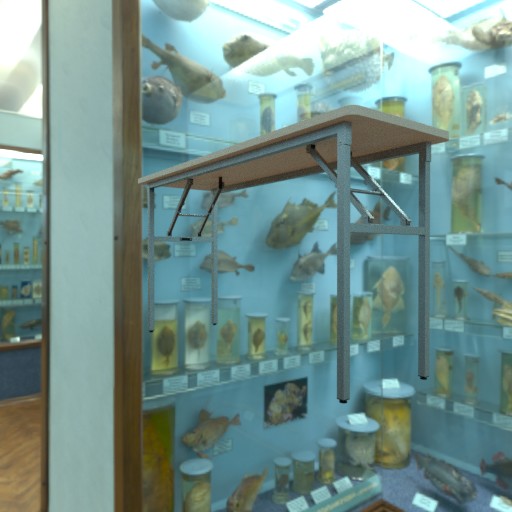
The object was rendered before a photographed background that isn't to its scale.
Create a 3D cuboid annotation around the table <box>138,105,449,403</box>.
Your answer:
[{"bbox_3d":[0.000,0.000,1.764,0.446,0.750,1.397,0,1,-36],"label":"table"}]
